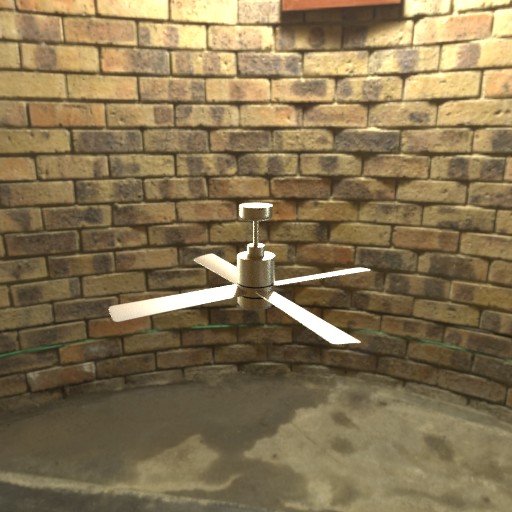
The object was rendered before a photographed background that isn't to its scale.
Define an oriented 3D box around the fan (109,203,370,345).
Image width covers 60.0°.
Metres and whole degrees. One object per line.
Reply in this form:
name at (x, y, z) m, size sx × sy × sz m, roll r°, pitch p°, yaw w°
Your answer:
fan at (0.000, 0.000, 2.346) m, size 1.525 × 0.539 × 1.525 m, roll -8°, pitch 17°, yaw -27°
